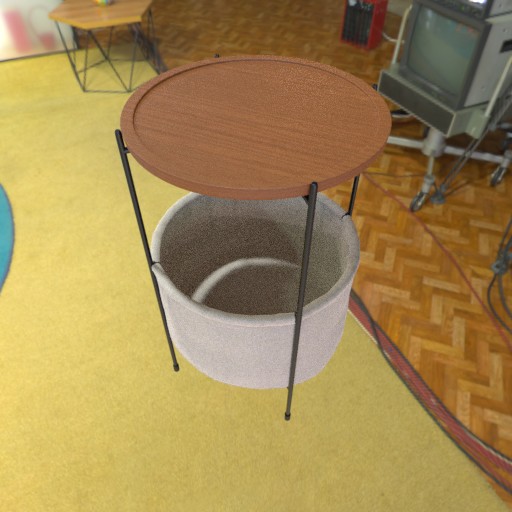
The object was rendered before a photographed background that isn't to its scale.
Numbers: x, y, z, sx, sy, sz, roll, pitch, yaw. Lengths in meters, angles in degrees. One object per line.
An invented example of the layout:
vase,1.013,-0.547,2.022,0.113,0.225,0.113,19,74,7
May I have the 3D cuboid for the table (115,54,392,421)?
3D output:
table,0.000,0.000,0.865,0.393,0.623,0.393,18,49,17
